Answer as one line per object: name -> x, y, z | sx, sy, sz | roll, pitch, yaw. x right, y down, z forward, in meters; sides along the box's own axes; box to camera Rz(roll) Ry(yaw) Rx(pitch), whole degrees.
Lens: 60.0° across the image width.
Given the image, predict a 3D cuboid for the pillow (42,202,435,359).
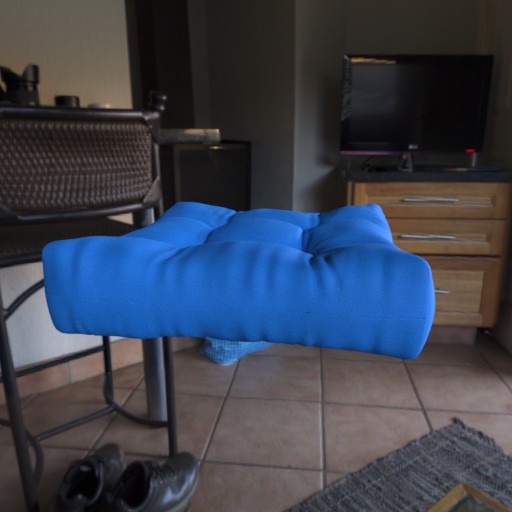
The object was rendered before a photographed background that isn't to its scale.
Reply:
pillow -> 0.000, 0.000, 0.724 | 0.468, 0.128, 0.490 | 2, 14, 9
